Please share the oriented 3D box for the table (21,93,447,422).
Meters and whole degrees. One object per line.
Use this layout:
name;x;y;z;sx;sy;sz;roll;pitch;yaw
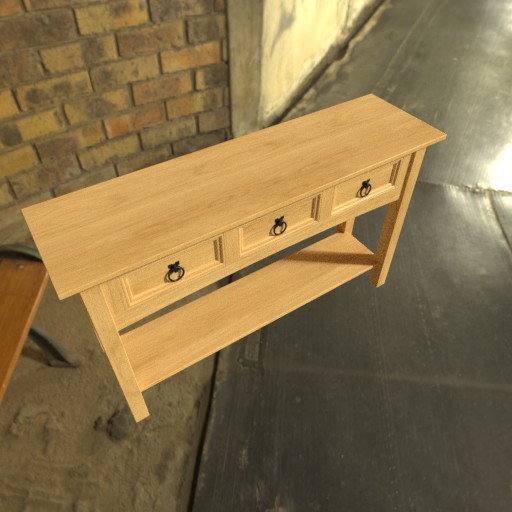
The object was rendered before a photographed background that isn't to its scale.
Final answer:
table;0.000;0.000;1.550;1.240;0.730;0.350;-25;50;-23
